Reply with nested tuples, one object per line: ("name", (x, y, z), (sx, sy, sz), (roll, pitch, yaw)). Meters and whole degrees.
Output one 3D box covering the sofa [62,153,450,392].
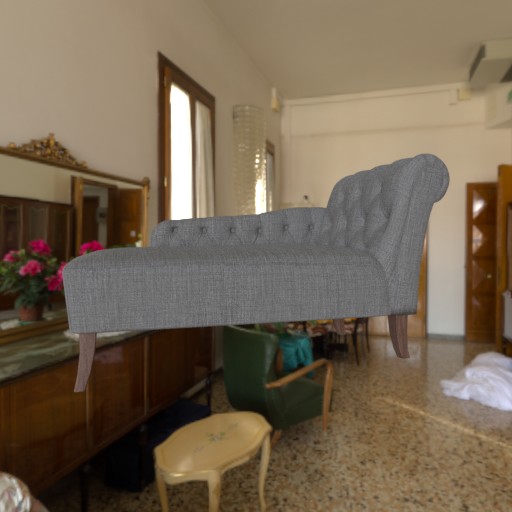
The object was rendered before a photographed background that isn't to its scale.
("sofa", (0.000, 0.000, 1.785), (1.379, 0.787, 0.675), (0, 1, -18))
